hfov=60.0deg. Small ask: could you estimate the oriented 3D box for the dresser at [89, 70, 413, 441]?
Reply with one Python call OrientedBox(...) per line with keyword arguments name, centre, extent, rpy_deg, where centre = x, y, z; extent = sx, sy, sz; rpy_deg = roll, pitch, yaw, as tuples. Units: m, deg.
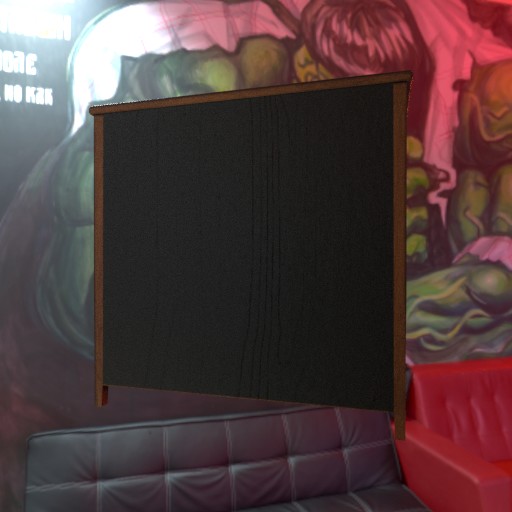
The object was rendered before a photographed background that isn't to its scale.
OrientedBox(name="dresser", centre=(0.000, 0.000, 1.914), extent=(1.250, 1.224, 0.591), rpy_deg=(0, 0, 17))
